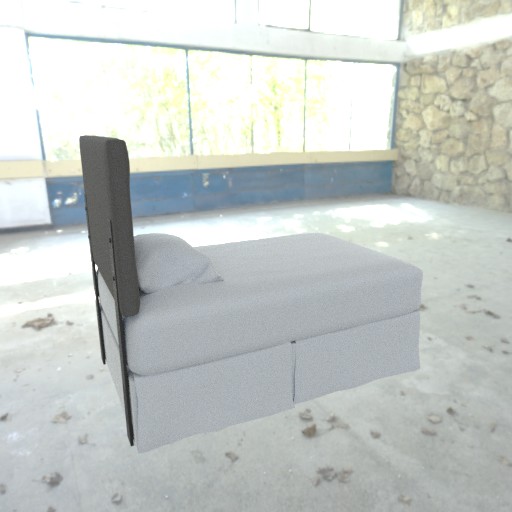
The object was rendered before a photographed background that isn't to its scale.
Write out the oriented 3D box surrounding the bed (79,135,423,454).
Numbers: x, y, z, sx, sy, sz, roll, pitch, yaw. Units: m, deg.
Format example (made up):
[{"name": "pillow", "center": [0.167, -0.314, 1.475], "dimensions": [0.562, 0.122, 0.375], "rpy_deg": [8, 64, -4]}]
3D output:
[{"name": "bed", "center": [0.000, 0.000, 2.980], "dimensions": [1.997, 1.571, 1.261], "rpy_deg": [-8, 18, -26]}]
